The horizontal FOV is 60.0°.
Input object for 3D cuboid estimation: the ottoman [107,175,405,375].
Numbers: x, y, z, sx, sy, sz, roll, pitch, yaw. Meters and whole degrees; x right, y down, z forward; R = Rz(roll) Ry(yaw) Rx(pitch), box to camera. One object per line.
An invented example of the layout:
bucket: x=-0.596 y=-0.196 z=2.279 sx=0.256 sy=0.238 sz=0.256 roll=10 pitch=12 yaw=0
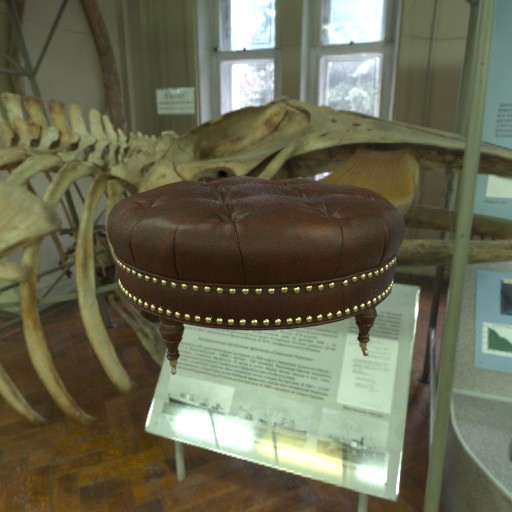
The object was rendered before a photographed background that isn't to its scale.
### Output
ottoman: x=0.000 y=0.000 z=1.414 sx=0.901 sy=0.455 sz=0.901 roll=0 pitch=16 yaw=0
